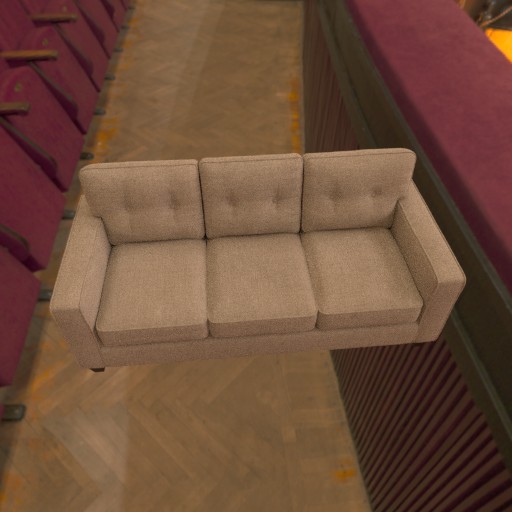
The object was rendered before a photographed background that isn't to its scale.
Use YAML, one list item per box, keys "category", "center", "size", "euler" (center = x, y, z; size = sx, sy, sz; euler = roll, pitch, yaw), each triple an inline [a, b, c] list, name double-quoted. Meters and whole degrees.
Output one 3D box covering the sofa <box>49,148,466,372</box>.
- category: "sofa"
  center: [0.000, 0.000, 2.645]
  size: [2.133, 0.965, 0.939]
  euler: [-4, 46, -4]
